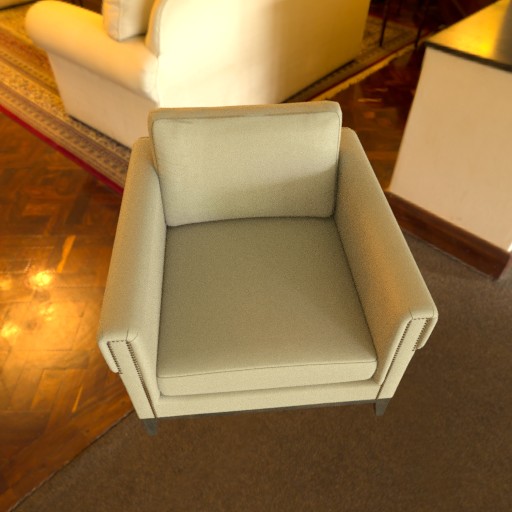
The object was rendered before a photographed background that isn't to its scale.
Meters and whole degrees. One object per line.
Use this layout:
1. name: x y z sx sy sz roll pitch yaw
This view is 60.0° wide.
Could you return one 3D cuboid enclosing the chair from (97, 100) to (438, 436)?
1. chair: 0.000 0.000 1.642 0.914 0.838 0.959 -4 46 -3
